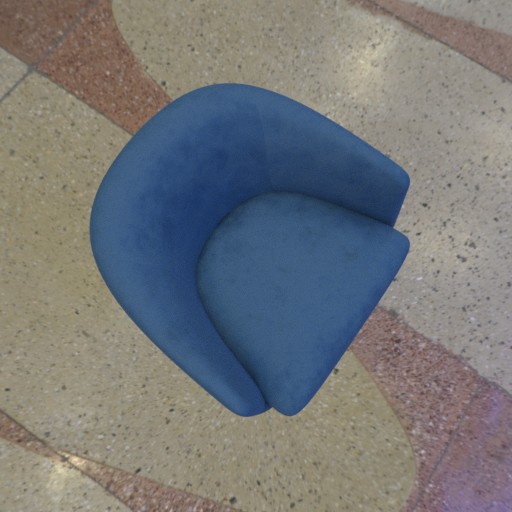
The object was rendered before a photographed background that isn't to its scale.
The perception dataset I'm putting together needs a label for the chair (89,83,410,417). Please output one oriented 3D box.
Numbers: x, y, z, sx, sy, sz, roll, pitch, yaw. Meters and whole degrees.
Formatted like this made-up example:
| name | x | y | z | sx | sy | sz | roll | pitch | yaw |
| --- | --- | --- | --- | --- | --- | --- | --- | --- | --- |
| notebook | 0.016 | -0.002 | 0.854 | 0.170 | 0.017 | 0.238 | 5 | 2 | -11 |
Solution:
| name | x | y | z | sx | sy | sz | roll | pitch | yaw |
| --- | --- | --- | --- | --- | --- | --- | --- | --- | --- |
| chair | 0.000 | 0.000 | 1.366 | 0.767 | 0.698 | 0.773 | 36 | 78 | 9 |
